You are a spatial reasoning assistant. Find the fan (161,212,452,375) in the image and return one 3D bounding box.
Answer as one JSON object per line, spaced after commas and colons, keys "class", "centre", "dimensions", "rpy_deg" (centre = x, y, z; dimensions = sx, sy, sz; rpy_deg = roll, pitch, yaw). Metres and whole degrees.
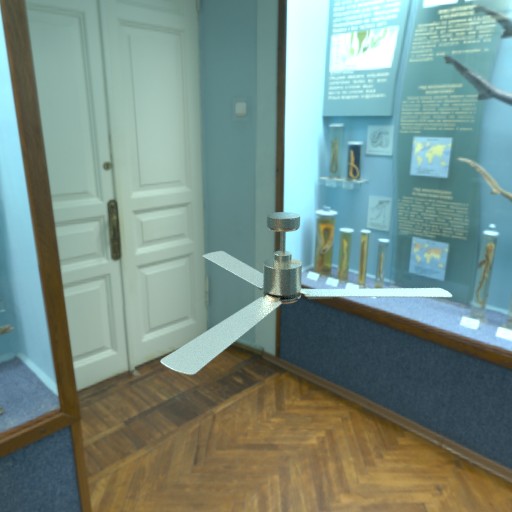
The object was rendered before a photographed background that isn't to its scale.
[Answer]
{"class": "fan", "centre": [0.000, 0.000, 2.344], "dimensions": [1.561, 0.446, 1.531], "rpy_deg": [-15, 22, -41]}
